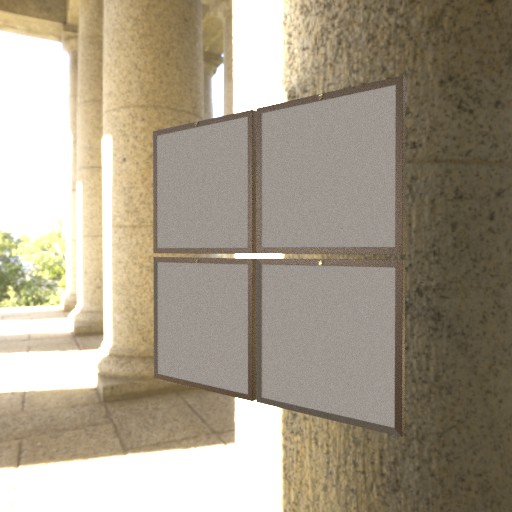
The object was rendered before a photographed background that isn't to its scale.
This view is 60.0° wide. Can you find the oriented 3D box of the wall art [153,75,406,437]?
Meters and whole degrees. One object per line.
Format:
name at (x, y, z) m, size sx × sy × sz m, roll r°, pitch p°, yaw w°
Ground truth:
wall art at (0.000, 0.000, 1.567) m, size 1.032 × 1.032 × 0.030 m, roll 1°, pitch 1°, yaw 35°
